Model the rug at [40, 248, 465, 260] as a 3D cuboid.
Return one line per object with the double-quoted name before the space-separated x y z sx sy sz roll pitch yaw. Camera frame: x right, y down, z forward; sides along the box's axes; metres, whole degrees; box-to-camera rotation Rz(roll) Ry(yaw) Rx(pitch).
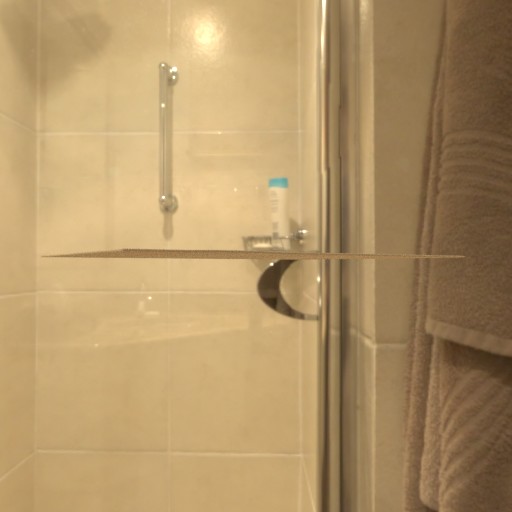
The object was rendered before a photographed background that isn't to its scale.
"rug" 0.000 0.000 2.293 1.825 0.015 1.232 1 -1 -36
